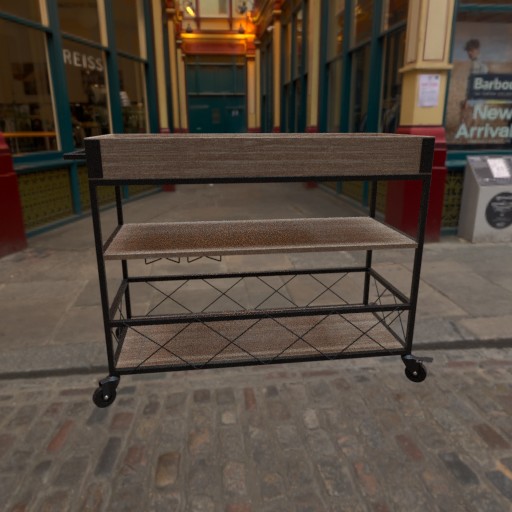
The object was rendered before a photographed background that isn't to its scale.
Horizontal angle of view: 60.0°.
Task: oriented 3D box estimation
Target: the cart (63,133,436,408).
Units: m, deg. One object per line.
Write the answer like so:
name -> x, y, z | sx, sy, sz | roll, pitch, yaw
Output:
cart -> 0.000, 0.000, 1.498 | 1.101, 0.787, 0.500 | -2, 17, -8
